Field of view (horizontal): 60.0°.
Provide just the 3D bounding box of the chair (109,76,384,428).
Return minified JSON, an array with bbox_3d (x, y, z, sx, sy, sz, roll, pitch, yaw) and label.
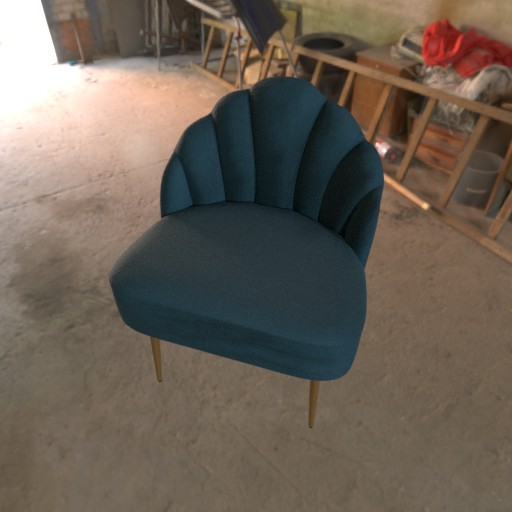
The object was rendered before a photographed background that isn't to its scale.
[{"bbox_3d":[0.000,0.000,1.270,0.657,0.819,0.599,12,43,14],"label":"chair"}]
